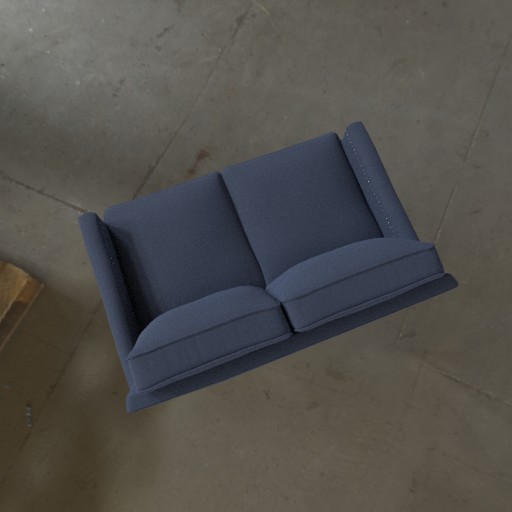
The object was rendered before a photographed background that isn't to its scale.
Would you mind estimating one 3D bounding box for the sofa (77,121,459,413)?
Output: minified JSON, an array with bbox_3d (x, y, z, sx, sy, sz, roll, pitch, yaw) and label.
[{"bbox_3d":[0.000,0.000,2.323,1.597,1.003,1.084,-20,76,-5],"label":"sofa"}]
